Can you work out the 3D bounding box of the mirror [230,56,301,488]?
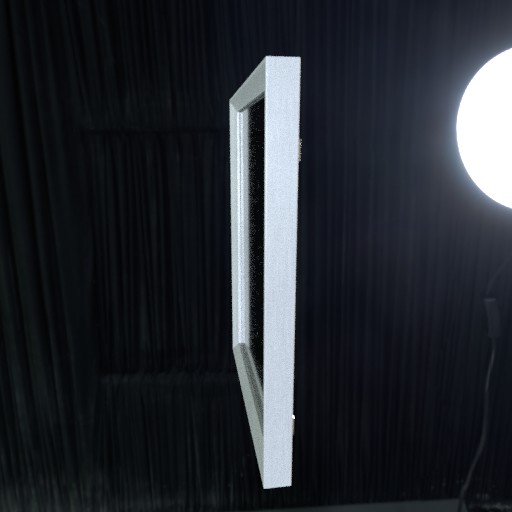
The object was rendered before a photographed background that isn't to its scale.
[{"bbox_3d":[0.000,0.000,0.700,0.041,0.509,0.406,-2,14,-8],"label":"mirror"}]
